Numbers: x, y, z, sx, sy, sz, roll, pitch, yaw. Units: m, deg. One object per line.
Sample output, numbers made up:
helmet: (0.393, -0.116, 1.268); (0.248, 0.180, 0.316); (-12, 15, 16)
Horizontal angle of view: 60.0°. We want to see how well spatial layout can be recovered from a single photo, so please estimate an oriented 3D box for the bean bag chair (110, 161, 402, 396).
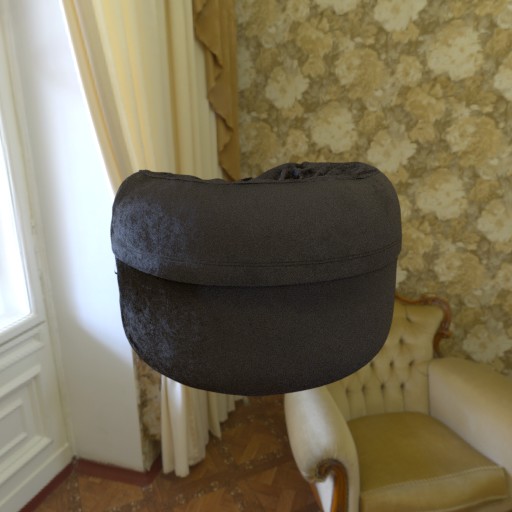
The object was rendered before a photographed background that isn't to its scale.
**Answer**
bean bag chair: (0.000, 0.000, 1.492); (0.918, 0.605, 0.918); (0, 16, 0)
